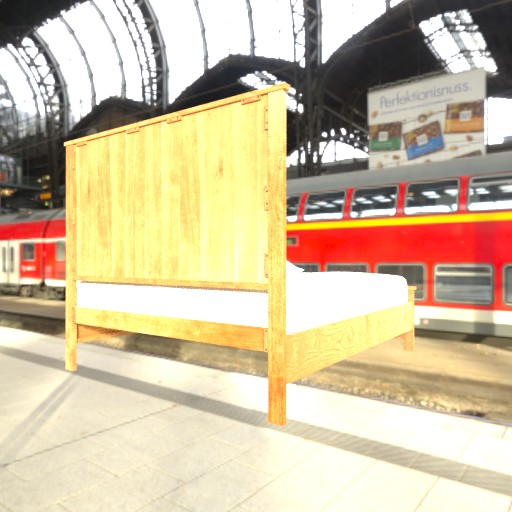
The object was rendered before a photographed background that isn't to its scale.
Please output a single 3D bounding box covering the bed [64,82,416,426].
[{"bbox_3d":[0.000,0.000,3.623,1.936,1.686,2.201,0,0,36],"label":"bed"}]
